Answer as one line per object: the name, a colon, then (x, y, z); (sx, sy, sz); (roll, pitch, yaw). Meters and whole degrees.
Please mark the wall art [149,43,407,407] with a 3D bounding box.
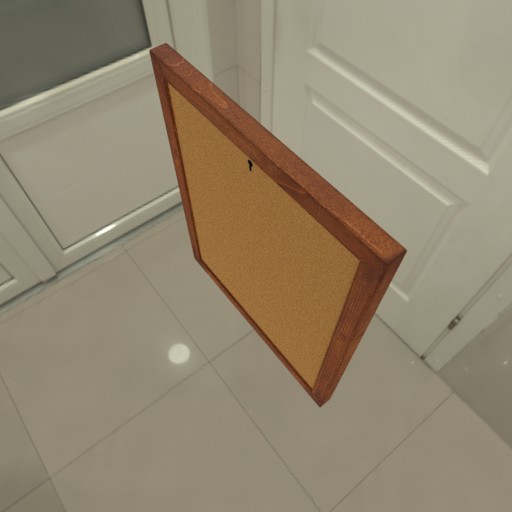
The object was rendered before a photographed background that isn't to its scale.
wall art: (0.000, 0.000, 0.777); (0.030, 0.558, 0.462); (-33, 63, -20)
